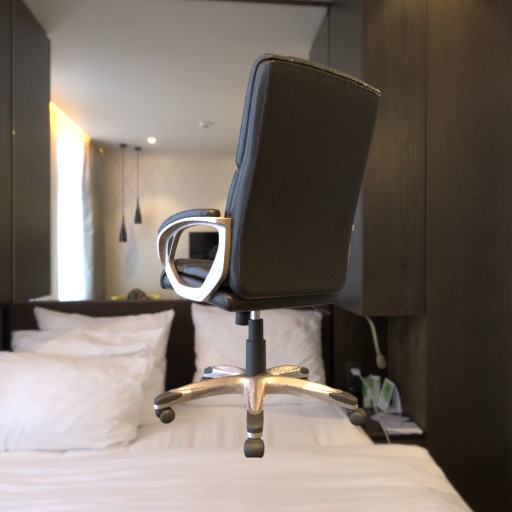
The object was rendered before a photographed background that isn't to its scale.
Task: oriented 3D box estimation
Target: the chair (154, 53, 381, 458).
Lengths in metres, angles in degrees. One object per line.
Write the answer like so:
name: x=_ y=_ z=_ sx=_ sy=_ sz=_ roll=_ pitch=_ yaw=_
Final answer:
chair: x=0.000 y=0.000 z=1.627 sx=0.700 sy=1.145 sz=0.780 roll=0 pitch=0 yaw=-36
